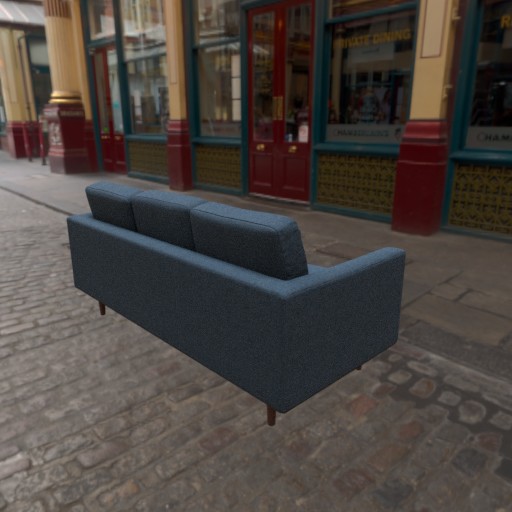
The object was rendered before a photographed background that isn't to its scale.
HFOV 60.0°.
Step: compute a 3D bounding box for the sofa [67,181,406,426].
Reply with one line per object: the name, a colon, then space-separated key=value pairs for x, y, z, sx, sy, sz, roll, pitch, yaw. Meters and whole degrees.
sofa: x=0.000 y=0.000 z=2.942 sx=1.667 sy=0.957 sz=2.055 roll=-15 pitch=22 yaw=-42
